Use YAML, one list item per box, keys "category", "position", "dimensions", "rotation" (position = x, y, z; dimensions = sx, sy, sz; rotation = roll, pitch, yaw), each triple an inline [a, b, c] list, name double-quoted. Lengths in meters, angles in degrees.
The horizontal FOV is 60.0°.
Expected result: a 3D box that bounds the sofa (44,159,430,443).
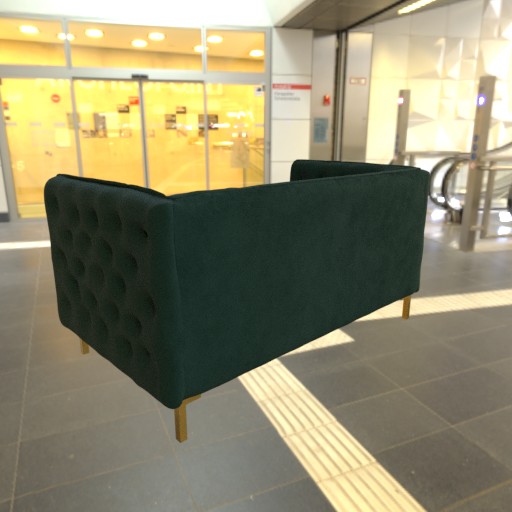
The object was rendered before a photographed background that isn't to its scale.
- category: "sofa"
  position: [0.000, 0.000, 2.079]
  dimensions: [1.583, 0.810, 0.909]
  rotation: [-14, 21, -41]
